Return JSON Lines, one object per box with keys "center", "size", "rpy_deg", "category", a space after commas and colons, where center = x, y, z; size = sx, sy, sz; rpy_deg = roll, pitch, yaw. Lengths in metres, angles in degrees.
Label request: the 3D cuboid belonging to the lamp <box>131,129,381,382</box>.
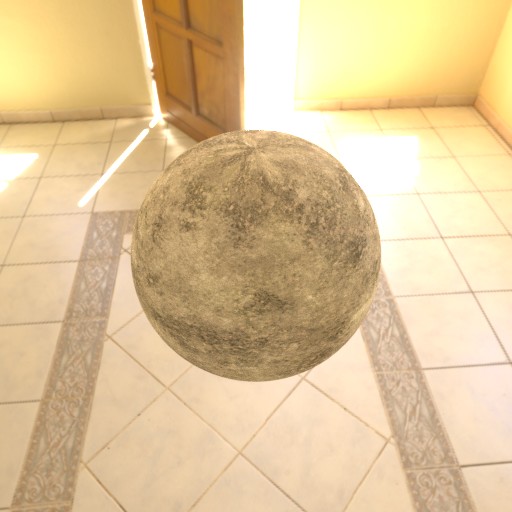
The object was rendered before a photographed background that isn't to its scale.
{"center": [0.000, 0.000, 0.775], "size": [0.422, 0.429, 0.422], "rpy_deg": [0, 46, 0], "category": "lamp"}
